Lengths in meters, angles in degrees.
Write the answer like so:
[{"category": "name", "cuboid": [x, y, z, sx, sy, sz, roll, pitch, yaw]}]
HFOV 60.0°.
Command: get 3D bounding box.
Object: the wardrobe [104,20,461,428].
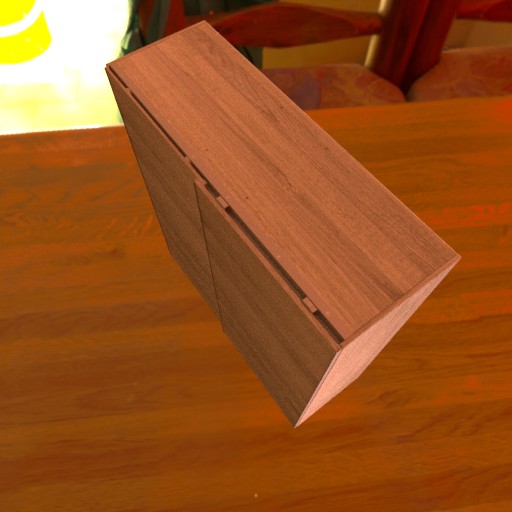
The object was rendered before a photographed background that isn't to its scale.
[{"category": "wardrobe", "cuboid": [0.000, 0.000, 2.790, 0.629, 1.960, 1.780, -33, 66, -16]}]
